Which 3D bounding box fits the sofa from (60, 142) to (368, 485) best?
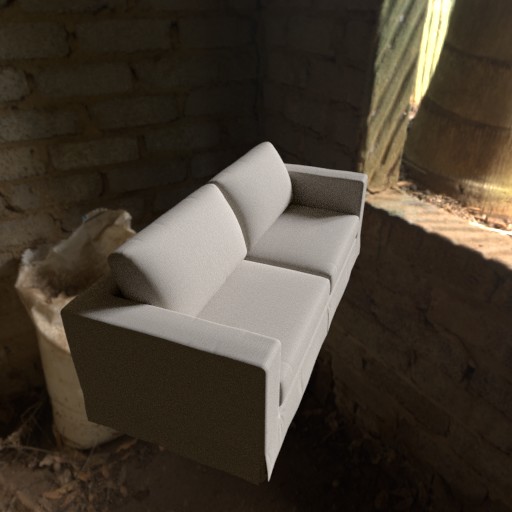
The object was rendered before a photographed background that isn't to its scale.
[{"bbox_3d":[0.000,0.000,2.660,0.954,0.881,2.163,11,32,19],"label":"sofa"}]
